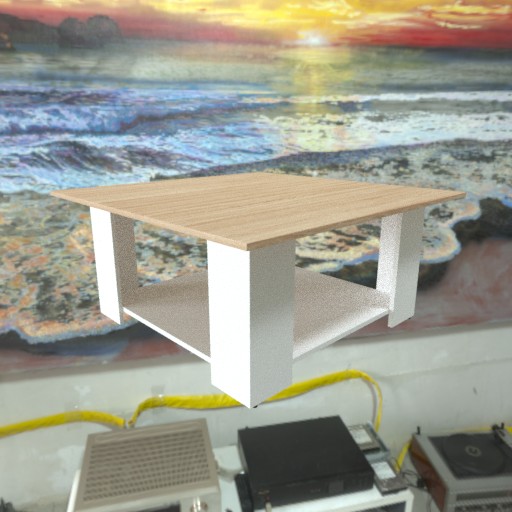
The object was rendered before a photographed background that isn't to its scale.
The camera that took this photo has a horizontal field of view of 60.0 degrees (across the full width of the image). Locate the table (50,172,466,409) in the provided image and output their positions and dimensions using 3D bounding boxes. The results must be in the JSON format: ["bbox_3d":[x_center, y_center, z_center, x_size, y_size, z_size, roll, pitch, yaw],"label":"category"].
[{"bbox_3d":[0.000,0.000,1.049,0.670,0.305,0.670,-15,22,-42],"label":"table"}]
